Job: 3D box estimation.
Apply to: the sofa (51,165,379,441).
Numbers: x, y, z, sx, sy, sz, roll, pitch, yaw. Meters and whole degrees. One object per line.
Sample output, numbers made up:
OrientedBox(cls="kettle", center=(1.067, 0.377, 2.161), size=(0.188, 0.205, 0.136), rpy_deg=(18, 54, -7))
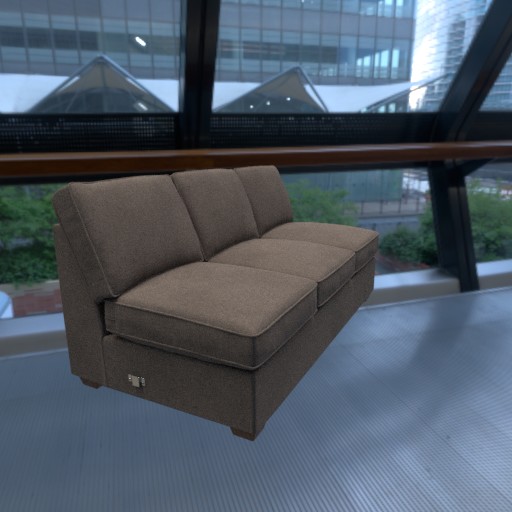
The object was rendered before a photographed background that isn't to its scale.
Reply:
OrientedBox(cls="sofa", center=(0.000, 0.000, 2.571), size=(1.027, 0.973, 1.962), rpy_deg=(8, 17, 27))
